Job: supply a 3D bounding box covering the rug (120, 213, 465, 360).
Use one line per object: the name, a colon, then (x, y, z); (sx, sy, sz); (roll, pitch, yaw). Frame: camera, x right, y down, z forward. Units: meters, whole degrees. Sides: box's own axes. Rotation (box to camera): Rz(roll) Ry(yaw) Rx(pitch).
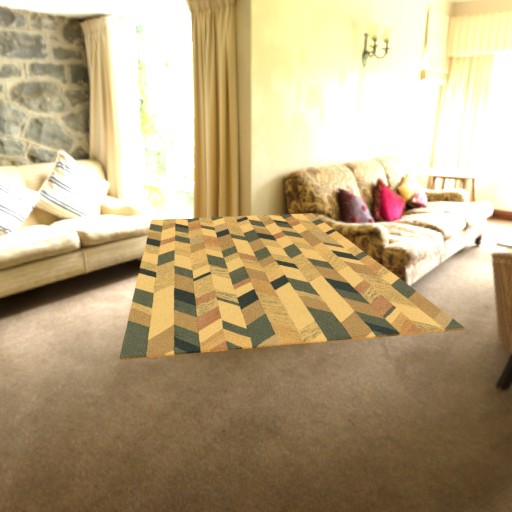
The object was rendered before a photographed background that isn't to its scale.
rug: (0.000, 0.000, 2.994); (1.513, 0.008, 2.423); (-3, 18, -9)
